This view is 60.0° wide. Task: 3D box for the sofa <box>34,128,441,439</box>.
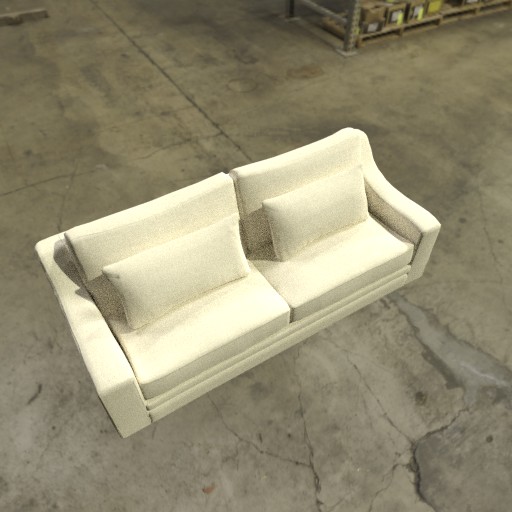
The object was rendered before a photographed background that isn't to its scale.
[{"bbox_3d":[0.000,0.000,2.991,2.470,1.022,1.009,-24,51,-21],"label":"sofa"}]
